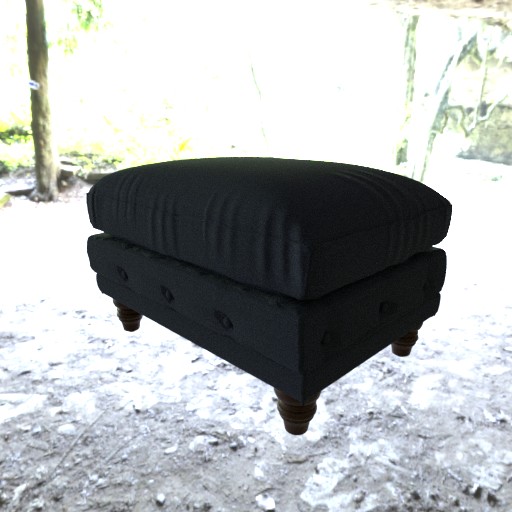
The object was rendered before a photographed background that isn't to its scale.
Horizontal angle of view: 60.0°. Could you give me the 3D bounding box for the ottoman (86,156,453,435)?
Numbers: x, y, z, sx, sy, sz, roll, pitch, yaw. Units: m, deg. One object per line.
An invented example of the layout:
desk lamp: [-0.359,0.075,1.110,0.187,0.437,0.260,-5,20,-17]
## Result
ottoman: [0.000,0.000,1.135,0.558,0.486,0.767,-16,23,-43]
